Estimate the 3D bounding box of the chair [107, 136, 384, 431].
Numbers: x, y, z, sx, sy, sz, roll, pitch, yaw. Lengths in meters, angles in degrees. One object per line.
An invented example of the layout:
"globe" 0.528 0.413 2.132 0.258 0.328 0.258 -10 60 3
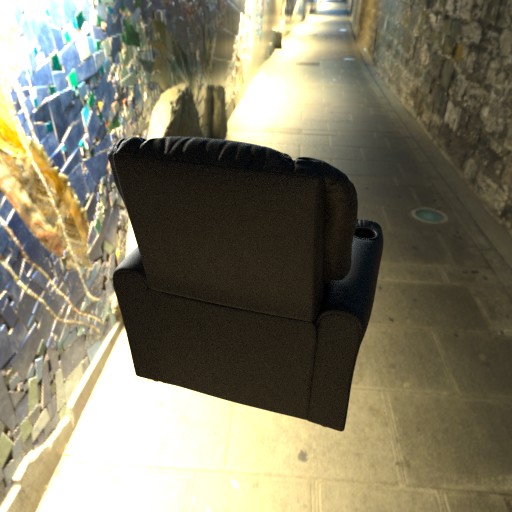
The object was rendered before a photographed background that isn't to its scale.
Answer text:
"chair" 0.000 0.000 1.131 0.610 0.709 0.521 10 32 16
